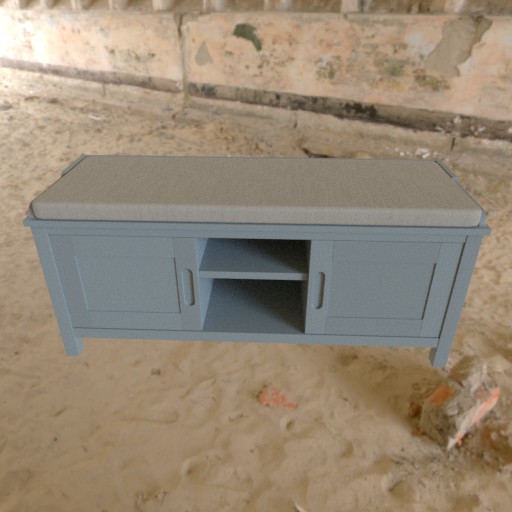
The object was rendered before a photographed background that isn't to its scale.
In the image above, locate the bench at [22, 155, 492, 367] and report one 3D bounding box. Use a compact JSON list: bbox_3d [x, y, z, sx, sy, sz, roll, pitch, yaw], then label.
[{"bbox_3d":[0.000,0.000,1.348,1.140,0.501,0.398,1,30,2],"label":"bench"}]
